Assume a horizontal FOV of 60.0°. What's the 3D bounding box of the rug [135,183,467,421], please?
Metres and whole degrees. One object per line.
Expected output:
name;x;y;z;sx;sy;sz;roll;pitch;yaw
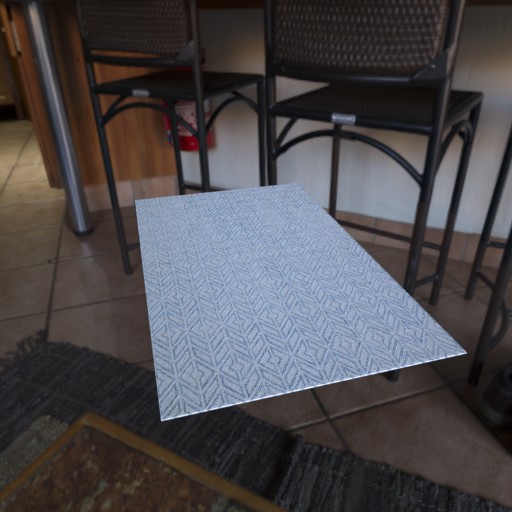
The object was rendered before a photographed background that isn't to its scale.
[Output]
rug;0.000;0.000;3.073;1.526;0.008;2.441;-8;31;-14
